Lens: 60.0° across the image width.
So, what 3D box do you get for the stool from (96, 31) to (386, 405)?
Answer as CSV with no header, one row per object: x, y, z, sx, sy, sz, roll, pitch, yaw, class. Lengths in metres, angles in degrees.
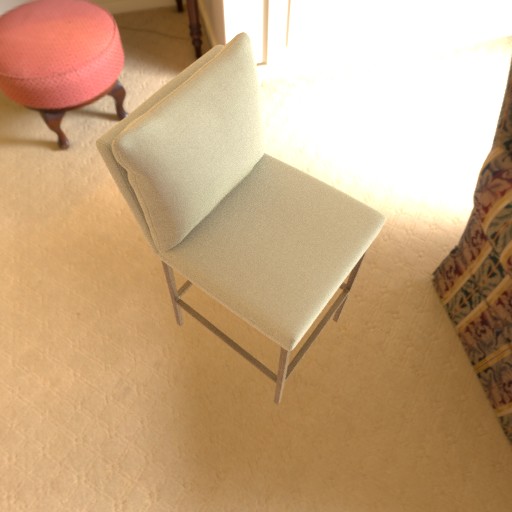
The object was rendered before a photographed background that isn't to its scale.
0.000,0.000,1.385,0.572,1.125,0.463,33,65,18,stool
